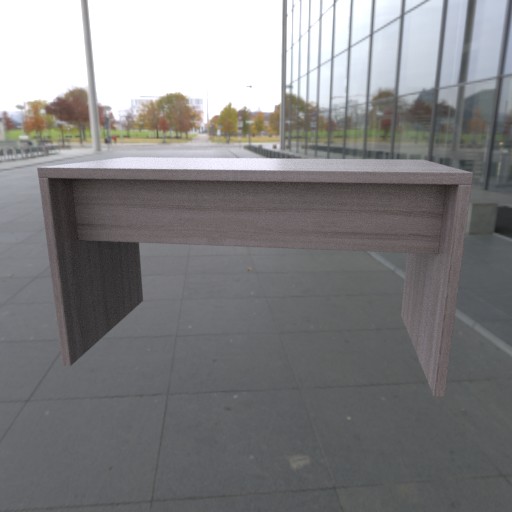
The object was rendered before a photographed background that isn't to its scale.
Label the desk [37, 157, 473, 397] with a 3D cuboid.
[{"bbox_3d":[0.000,0.000,1.812,1.380,0.745,0.690,2,16,9],"label":"desk"}]
